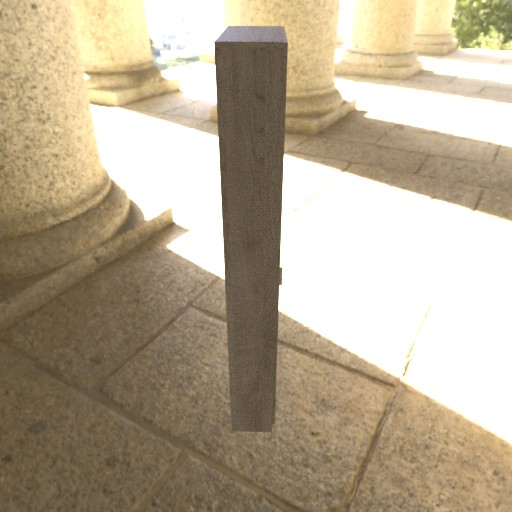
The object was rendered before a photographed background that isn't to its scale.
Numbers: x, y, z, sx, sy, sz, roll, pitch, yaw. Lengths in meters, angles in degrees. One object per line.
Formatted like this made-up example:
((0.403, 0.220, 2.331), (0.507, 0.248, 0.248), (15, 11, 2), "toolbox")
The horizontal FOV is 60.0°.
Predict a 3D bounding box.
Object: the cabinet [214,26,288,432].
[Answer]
((0.000, 0.000, 1.981), (0.230, 1.790, 0.500), (1, 32, 2), "cabinet")
